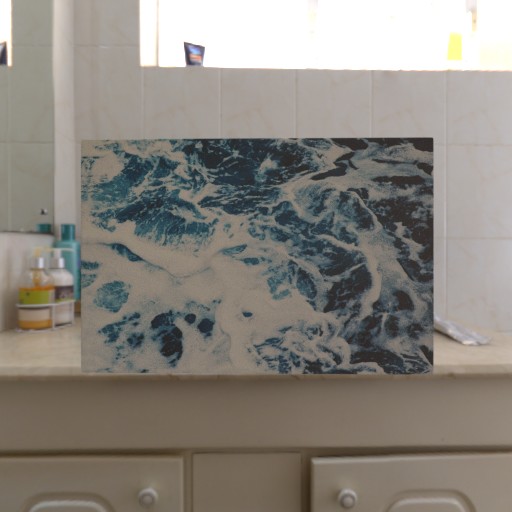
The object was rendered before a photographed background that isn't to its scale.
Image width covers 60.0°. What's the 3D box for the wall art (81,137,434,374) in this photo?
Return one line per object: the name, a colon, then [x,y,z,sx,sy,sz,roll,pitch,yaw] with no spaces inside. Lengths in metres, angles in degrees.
wall art: [0.000,0.000,1.169,0.915,0.610,0.042,0,0,1]
